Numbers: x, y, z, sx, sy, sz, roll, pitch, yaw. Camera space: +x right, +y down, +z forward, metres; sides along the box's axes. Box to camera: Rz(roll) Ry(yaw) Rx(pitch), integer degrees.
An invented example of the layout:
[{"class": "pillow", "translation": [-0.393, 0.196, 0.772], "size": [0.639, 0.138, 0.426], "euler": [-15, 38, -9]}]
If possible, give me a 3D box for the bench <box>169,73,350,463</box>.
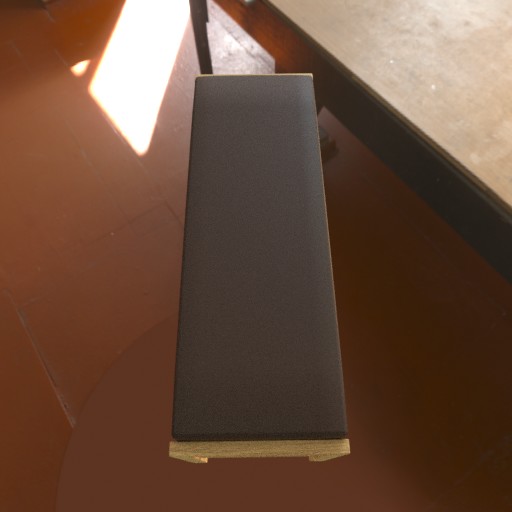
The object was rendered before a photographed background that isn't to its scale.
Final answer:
[{"class": "bench", "translation": [0.000, 0.000, 1.441], "size": [0.405, 0.480, 1.200], "euler": [-1, 63, 0]}]
